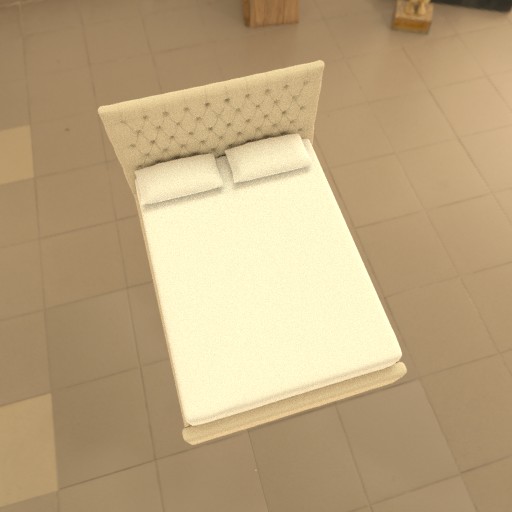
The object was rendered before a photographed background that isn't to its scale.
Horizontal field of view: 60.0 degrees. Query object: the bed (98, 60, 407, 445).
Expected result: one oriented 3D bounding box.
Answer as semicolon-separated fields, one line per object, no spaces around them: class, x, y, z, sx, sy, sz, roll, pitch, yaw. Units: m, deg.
bed;0.000;0.000;3.379;1.696;1.426;2.233;-15;65;-7
